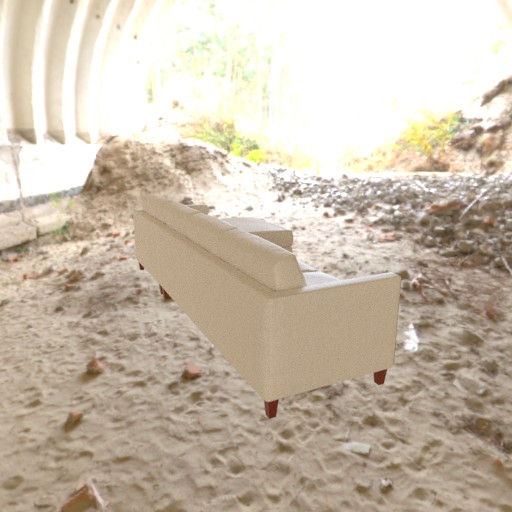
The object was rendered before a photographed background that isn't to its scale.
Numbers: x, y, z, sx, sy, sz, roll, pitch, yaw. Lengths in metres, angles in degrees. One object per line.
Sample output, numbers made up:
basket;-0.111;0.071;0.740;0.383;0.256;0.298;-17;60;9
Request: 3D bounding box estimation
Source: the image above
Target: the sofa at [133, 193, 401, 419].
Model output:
sofa;0.000;0.000;4.192;1.606;0.954;3.471;-7;16;-26
